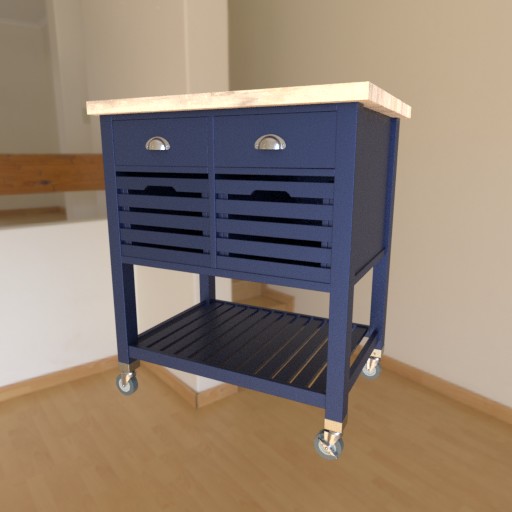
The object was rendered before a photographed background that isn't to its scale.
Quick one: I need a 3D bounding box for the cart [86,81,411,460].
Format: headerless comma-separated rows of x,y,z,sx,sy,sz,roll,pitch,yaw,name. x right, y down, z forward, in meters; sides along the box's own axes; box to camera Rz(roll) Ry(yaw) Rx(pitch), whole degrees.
0.000,0.000,1.415,0.797,0.920,0.567,7,15,26,cart
